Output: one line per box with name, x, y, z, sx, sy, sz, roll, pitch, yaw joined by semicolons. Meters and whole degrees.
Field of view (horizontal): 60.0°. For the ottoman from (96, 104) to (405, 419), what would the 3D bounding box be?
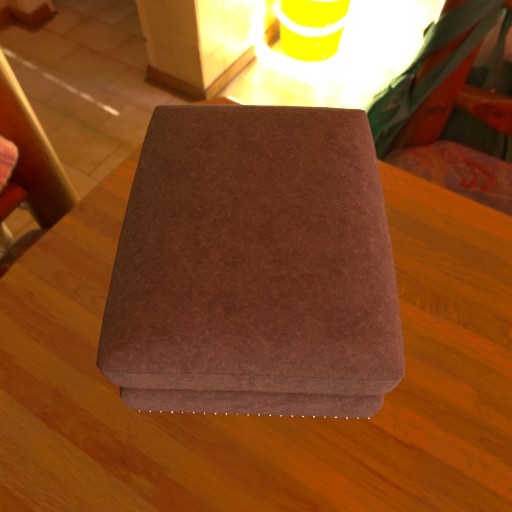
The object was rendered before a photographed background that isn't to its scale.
ottoman;0.000;0.000;1.143;0.584;0.513;0.741;2;58;1
